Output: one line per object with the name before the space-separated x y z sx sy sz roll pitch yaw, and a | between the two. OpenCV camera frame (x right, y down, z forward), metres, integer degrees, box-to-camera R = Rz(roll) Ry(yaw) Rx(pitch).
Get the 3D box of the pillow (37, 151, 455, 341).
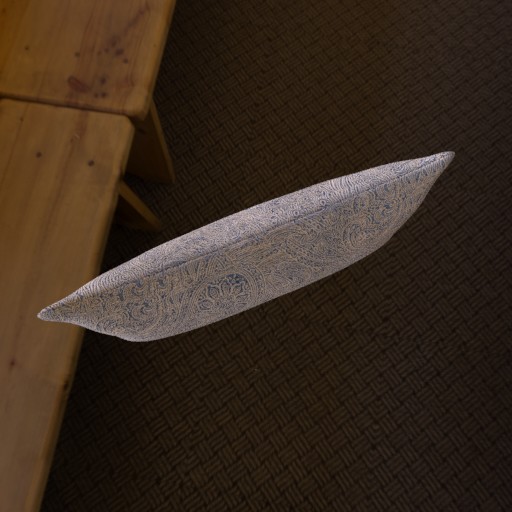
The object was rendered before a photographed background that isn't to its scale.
pillow | 0.000 0.000 0.744 0.615 0.295 0.151 -22 77 -5
